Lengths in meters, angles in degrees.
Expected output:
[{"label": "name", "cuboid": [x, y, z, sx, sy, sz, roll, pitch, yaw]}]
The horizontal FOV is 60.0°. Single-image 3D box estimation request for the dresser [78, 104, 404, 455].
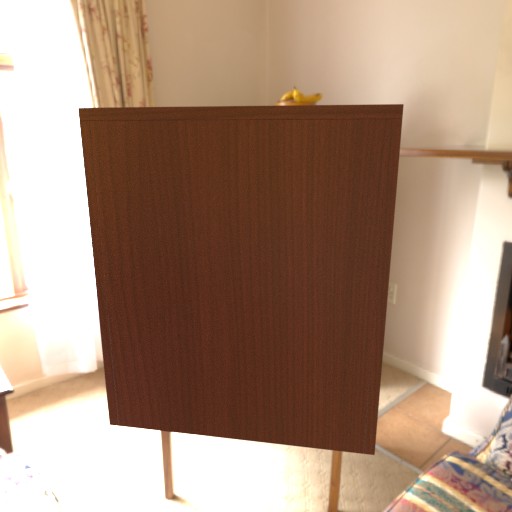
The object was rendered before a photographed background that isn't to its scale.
[{"label": "dresser", "cuboid": [0.000, 0.000, 0.766, 0.400, 0.470, 0.360, 3, 15, 9]}]
